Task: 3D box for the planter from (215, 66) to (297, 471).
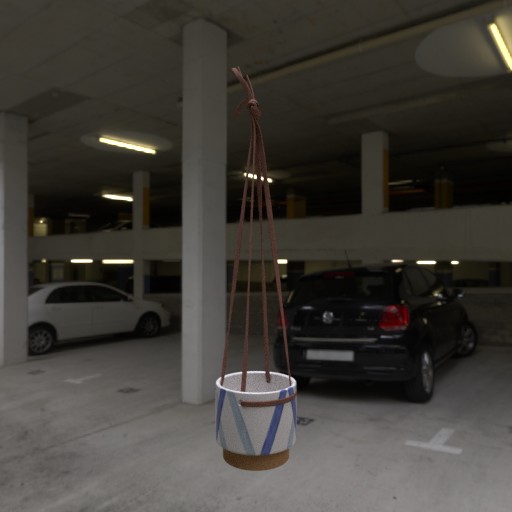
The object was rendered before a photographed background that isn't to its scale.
[{"bbox_3d":[0.000,0.000,0.840,0.157,0.753,0.153,0,0,38],"label":"planter"}]
